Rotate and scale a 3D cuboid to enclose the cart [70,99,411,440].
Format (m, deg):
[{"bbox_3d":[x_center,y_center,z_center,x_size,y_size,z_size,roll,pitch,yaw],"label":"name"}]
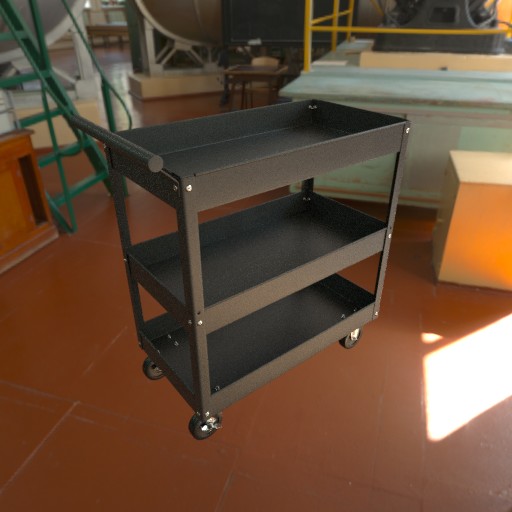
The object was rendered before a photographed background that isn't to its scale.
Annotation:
[{"bbox_3d":[0.000,0.000,1.202,0.719,0.780,0.366,-22,37,-32],"label":"cart"}]
